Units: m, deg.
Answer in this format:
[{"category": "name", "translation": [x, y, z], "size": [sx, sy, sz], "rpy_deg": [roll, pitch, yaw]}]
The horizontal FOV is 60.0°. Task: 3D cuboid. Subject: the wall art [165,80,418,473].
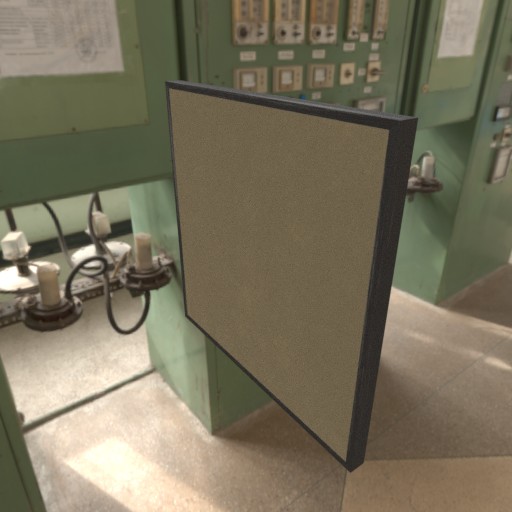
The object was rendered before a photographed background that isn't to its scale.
[{"category": "wall art", "translation": [0.000, 0.000, 1.100], "size": [0.043, 0.758, 0.762], "rpy_deg": [-18, 32, -32]}]
